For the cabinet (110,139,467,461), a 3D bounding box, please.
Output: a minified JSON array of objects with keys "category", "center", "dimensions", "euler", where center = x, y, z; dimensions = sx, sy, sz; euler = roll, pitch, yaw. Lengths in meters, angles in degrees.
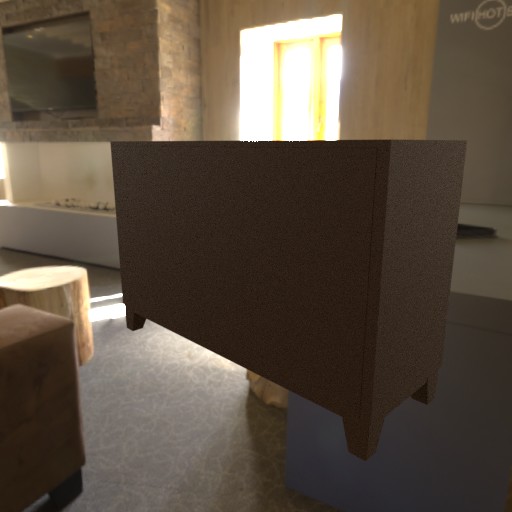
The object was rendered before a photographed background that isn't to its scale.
[{"category":"cabinet","center":[0.000,0.000,1.819],"dimensions":[1.396,0.914,0.482],"euler":[14,20,43]}]
